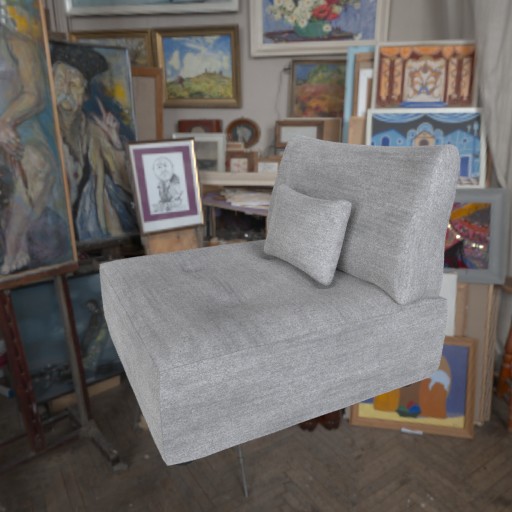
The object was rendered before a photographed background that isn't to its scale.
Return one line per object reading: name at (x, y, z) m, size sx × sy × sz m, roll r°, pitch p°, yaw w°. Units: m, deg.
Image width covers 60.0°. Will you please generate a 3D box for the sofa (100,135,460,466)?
sofa at (0.000, 0.000, 1.639) m, size 1.000 × 0.820 × 0.930 m, roll -9°, pitch 19°, yaw -26°
